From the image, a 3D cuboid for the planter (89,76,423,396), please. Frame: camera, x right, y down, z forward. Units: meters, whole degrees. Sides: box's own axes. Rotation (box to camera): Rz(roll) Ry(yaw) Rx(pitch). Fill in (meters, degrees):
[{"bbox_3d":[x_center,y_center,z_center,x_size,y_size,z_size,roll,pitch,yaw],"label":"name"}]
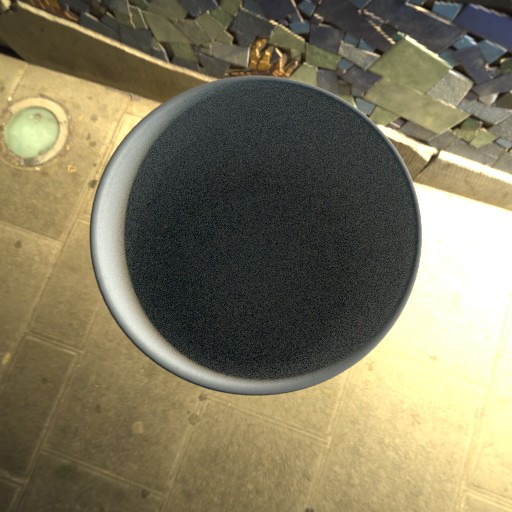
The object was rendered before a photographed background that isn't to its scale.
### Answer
[{"bbox_3d":[0.000,0.000,0.779,0.440,0.398,0.440,0,77,0],"label":"planter"}]
